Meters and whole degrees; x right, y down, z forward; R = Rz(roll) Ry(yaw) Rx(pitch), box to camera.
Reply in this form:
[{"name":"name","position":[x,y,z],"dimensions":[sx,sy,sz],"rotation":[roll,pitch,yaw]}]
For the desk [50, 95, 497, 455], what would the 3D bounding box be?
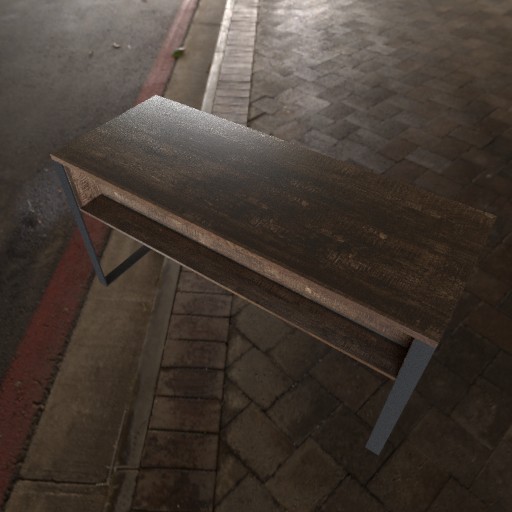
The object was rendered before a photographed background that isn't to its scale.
[{"name":"desk","position":[0.000,0.000,1.865],"dimensions":[1.524,0.762,0.599],"rotation":[26,51,23]}]
